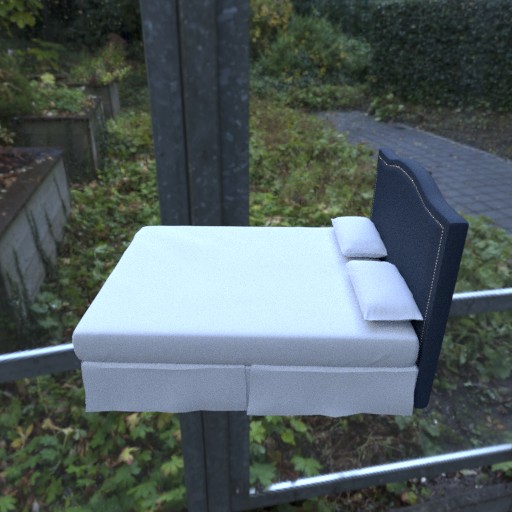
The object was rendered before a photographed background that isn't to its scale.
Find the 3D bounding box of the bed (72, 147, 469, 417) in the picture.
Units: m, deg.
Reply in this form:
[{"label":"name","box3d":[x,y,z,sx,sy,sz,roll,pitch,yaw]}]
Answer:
[{"label":"bed","box3d":[0.000,0.000,3.375,2.282,1.436,1.821,1,27,1]}]
